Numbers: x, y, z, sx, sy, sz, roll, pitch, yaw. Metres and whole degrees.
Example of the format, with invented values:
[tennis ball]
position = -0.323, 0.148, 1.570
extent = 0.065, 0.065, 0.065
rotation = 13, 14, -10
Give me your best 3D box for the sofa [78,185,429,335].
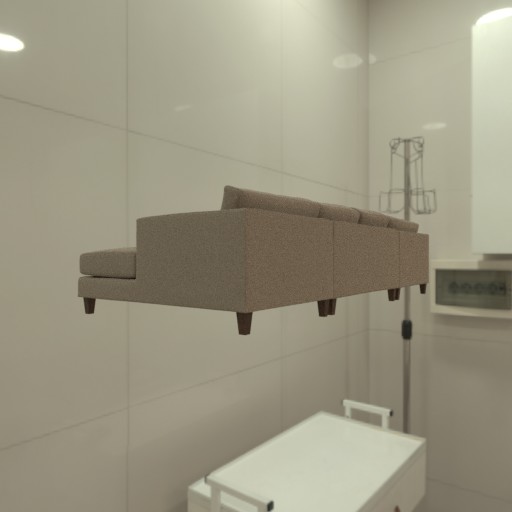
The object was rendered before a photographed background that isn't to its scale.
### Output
[sofa]
position = 0.000, 0.000, 4.444
extent = 2.424, 0.865, 3.438
rotation = 0, 0, 37
